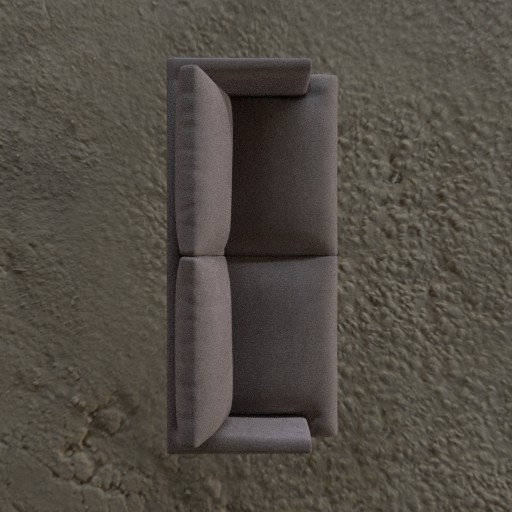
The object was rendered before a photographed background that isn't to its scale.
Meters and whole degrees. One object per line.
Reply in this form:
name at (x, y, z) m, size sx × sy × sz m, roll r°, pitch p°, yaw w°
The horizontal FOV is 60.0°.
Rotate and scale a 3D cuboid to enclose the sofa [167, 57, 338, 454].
sofa at (0.000, 0.000, 2.712) m, size 1.020 × 0.868 × 2.250 m, roll 0°, pitch 90°, yaw -1°
